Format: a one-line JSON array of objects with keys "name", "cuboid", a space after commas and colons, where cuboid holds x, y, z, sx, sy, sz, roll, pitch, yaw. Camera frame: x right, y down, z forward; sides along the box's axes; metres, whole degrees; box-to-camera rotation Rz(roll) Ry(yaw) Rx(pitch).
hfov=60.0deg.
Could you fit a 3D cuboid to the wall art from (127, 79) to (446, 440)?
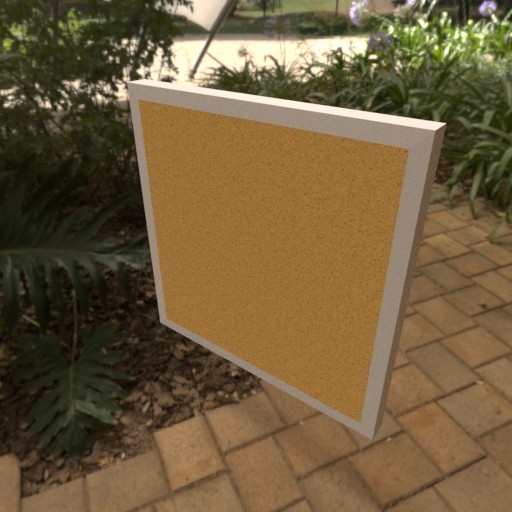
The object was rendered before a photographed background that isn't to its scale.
[{"name": "wall art", "cuboid": [0.000, 0.000, 1.895, 1.289, 1.291, 0.098, 21, 36, 31]}]
